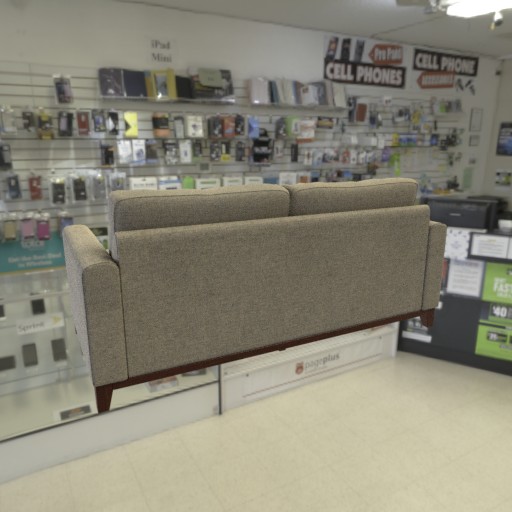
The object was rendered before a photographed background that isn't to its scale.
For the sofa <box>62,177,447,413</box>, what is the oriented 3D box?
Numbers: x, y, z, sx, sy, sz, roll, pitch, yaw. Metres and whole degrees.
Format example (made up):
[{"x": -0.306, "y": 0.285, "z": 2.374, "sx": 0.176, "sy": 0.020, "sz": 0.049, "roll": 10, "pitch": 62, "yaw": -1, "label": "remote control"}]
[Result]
[{"x": 0.000, "y": 0.000, "z": 2.543, "sx": 1.978, "sy": 0.892, "sz": 0.969, "roll": -7, "pitch": 16, "yaw": -26, "label": "sofa"}]
